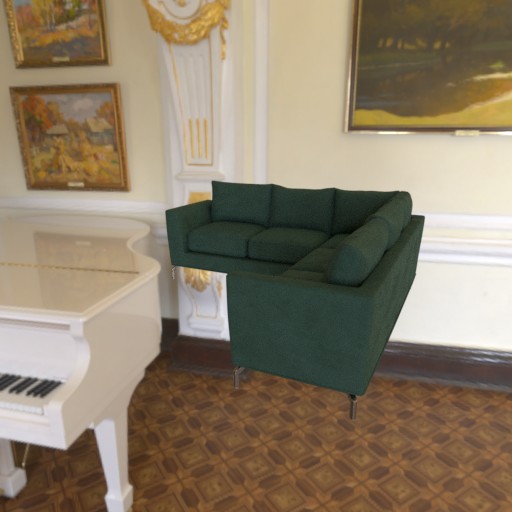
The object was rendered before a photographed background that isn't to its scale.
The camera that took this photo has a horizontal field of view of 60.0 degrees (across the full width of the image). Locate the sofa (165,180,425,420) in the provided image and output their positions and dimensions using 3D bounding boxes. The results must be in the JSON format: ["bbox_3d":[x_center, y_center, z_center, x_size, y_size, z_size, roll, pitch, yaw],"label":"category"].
[{"bbox_3d":[0.000,0.000,3.808,2.468,1.004,2.452,7,17,25],"label":"sofa"}]
